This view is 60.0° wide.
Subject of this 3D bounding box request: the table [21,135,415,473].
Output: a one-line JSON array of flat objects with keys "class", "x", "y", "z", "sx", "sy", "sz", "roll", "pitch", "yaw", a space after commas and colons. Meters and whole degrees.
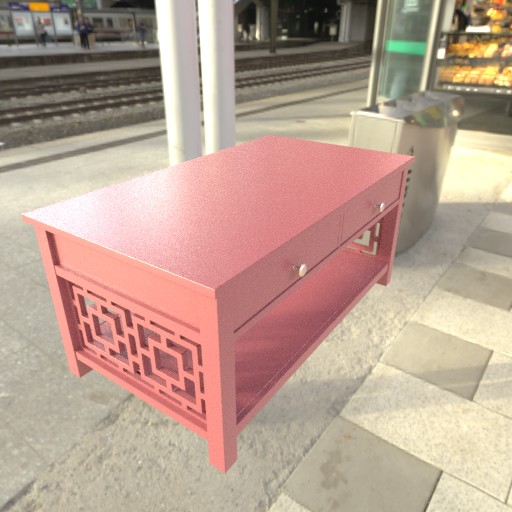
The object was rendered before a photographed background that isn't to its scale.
[{"class": "table", "x": 0.000, "y": 0.000, "z": 1.396, "sx": 0.612, "sy": 0.493, "sz": 1.068, "roll": 18, "pitch": 32, "yaw": 31}]
